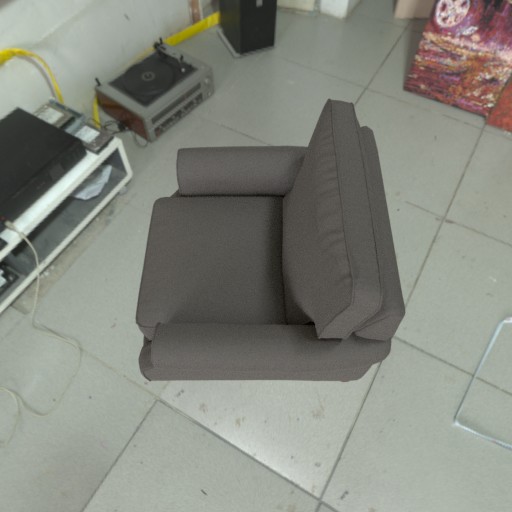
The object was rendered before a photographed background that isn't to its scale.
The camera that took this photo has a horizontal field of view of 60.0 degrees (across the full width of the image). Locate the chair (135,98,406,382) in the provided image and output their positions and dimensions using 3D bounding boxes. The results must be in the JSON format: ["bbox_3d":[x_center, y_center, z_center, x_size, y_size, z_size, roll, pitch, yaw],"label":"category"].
[{"bbox_3d":[0.000,0.000,1.846,0.966,0.967,1.029,0,59,0],"label":"chair"}]
